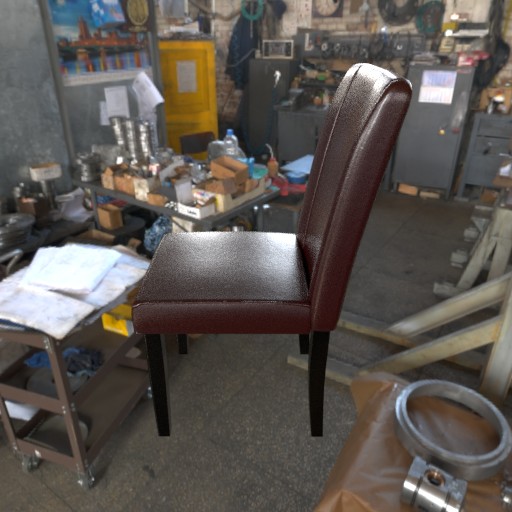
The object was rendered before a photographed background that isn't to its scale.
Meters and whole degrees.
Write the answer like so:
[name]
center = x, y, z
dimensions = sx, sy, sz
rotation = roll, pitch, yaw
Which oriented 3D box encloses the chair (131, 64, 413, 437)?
[chair]
center = 0.000, 0.000, 1.139
dimensions = 0.556, 0.897, 0.399
rotation = 0, 27, 0
